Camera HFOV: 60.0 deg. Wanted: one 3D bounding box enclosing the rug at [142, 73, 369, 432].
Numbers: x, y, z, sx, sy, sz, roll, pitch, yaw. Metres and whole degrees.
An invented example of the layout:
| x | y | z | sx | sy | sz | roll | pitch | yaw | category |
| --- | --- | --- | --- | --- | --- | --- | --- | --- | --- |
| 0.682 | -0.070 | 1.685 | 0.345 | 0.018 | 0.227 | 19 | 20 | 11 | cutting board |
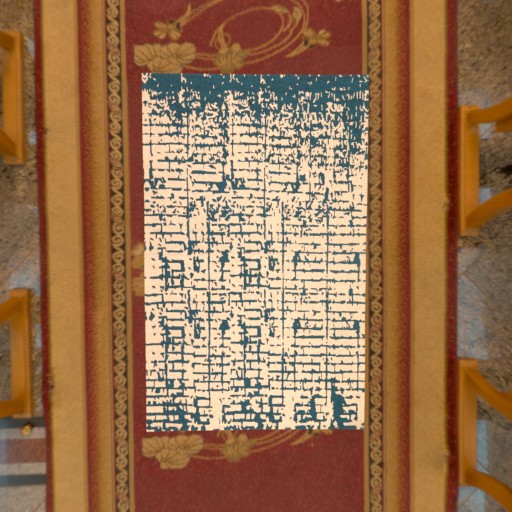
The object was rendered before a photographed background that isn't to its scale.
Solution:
| x | y | z | sx | sy | sz | roll | pitch | yaw | category |
| --- | --- | --- | --- | --- | --- | --- | --- | --- | --- |
| 0.000 | 0.000 | 3.024 | 1.517 | 0.011 | 2.435 | 0 | 93 | -1 | rug |
